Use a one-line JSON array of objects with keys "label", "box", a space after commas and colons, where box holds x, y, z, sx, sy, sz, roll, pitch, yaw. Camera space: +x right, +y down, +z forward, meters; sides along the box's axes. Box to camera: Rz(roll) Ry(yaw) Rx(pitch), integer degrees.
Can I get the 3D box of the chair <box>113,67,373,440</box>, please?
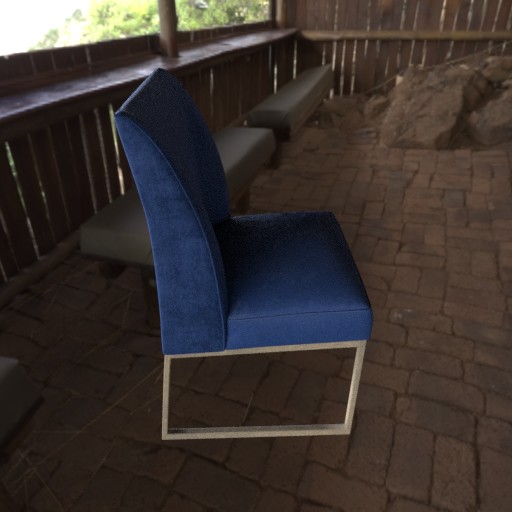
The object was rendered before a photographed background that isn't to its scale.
[{"label": "chair", "box": [0.000, 0.000, 1.173, 0.522, 0.863, 0.508, -1, 32, -2]}]
